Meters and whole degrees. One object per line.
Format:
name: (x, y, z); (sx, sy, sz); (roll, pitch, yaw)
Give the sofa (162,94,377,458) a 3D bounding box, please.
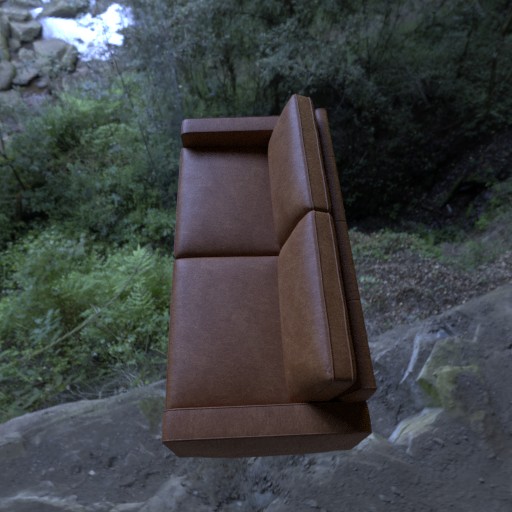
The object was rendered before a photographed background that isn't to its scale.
sofa: (0.000, 0.000, 2.667); (0.991, 0.928, 2.156); (-2, 59, -1)
